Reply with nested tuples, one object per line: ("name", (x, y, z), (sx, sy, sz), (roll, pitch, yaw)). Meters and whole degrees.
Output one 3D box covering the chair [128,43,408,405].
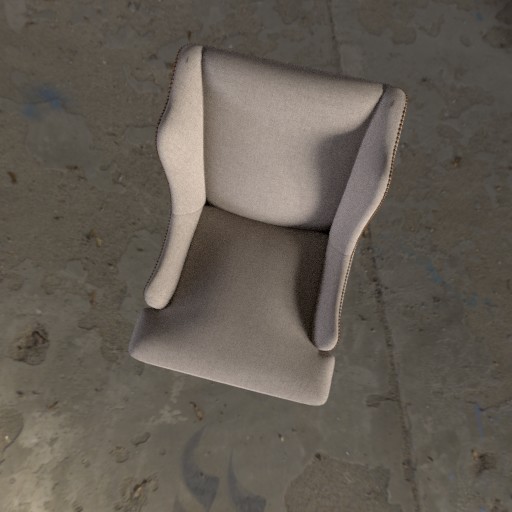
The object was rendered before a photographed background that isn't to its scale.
("chair", (0.000, 0.000, 1.644), (0.737, 1.029, 0.940), (14, 76, 4))
